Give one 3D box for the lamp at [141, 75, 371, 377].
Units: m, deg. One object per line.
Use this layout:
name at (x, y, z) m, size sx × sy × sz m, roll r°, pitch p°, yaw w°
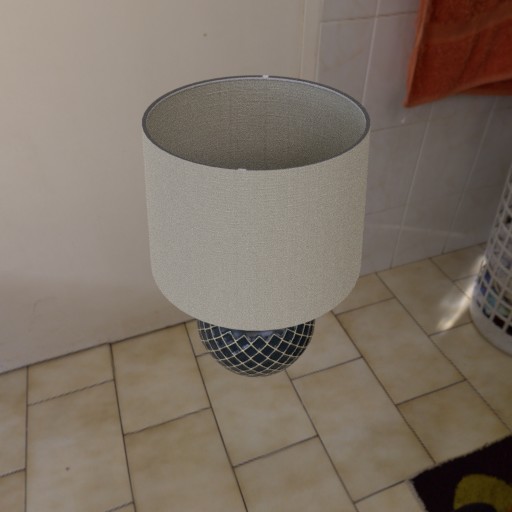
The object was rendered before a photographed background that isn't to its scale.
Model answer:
lamp at (0.000, 0.000, 0.814) m, size 0.376 × 0.540 × 0.376 m, roll 0°, pitch 41°, yaw 0°
